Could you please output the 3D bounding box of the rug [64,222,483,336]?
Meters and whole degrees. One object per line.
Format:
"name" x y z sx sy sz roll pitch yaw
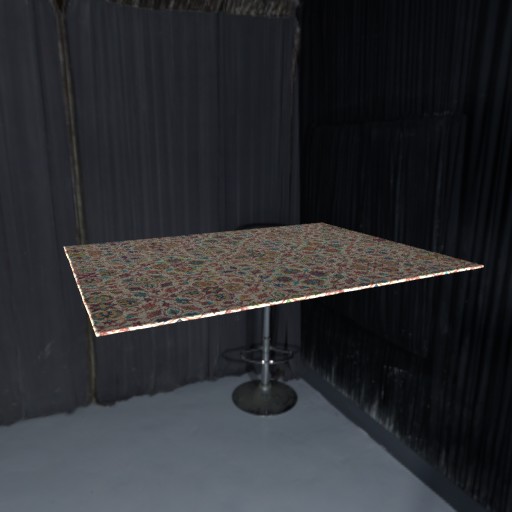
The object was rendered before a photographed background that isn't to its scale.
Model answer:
"rug" 0.000 0.000 4.214 3.215 0.020 2.446 -7 16 -26
